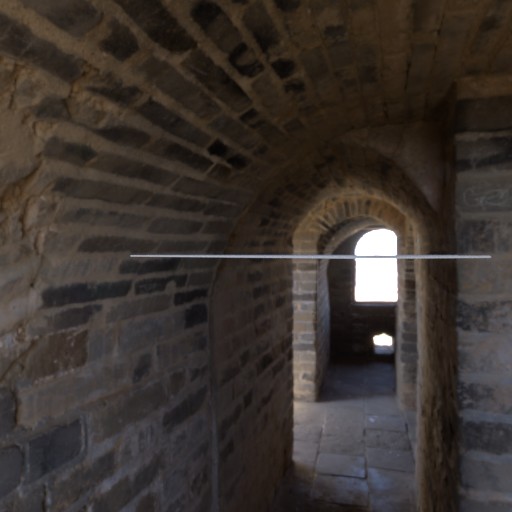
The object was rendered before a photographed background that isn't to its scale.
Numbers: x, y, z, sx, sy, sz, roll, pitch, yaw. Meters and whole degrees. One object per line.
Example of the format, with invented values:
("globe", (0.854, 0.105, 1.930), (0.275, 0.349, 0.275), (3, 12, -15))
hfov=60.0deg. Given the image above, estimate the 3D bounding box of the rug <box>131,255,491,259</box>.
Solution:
("rug", (0.000, 0.000, 2.654), (0.759, 0.012, 2.430), (0, 0, -33))
